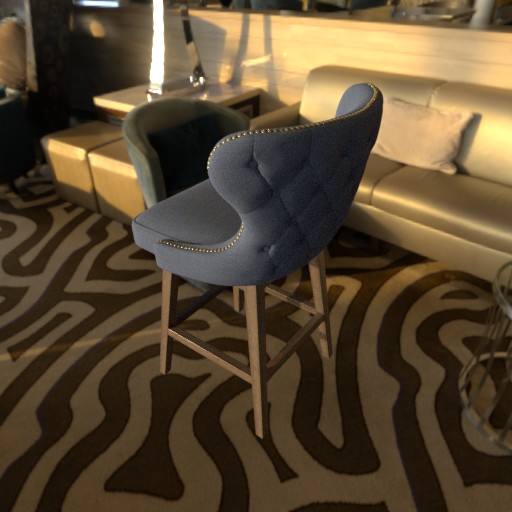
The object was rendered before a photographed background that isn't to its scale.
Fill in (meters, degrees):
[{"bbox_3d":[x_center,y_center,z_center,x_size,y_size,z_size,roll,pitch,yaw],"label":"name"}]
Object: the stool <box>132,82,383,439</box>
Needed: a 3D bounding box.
[{"bbox_3d":[0.000,0.000,1.355,0.597,0.972,0.615,22,39,30],"label":"stool"}]
